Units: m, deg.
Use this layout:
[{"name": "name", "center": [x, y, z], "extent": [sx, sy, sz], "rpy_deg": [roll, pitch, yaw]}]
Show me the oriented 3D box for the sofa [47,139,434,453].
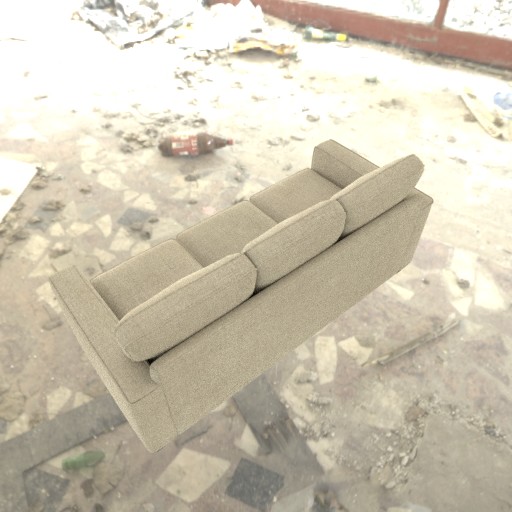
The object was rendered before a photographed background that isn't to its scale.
[{"name": "sofa", "center": [0.000, 0.000, 2.657], "extent": [2.133, 0.965, 0.939], "rpy_deg": [-31, 54, -26]}]
